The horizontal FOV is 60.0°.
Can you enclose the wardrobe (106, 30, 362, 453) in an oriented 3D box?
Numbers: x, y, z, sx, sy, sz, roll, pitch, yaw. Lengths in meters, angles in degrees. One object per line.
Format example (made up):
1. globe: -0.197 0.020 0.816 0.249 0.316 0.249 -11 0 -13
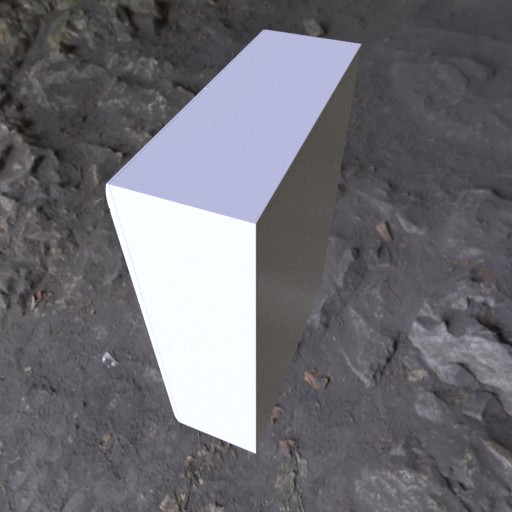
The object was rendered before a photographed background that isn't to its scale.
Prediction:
1. wardrobe: 0.000 0.000 1.591 0.360 1.200 0.900 16 49 15
